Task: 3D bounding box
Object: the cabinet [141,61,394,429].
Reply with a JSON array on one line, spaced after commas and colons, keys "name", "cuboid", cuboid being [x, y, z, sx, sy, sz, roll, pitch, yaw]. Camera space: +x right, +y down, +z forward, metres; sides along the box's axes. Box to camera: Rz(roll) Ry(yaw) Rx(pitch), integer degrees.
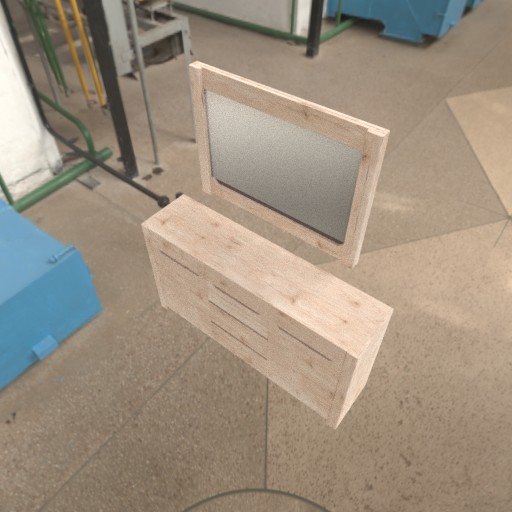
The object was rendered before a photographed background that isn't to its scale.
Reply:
[{"name": "cabinet", "cuboid": [0.000, 0.000, 2.765, 1.700, 1.981, 0.420, 30, 53, 25]}]
